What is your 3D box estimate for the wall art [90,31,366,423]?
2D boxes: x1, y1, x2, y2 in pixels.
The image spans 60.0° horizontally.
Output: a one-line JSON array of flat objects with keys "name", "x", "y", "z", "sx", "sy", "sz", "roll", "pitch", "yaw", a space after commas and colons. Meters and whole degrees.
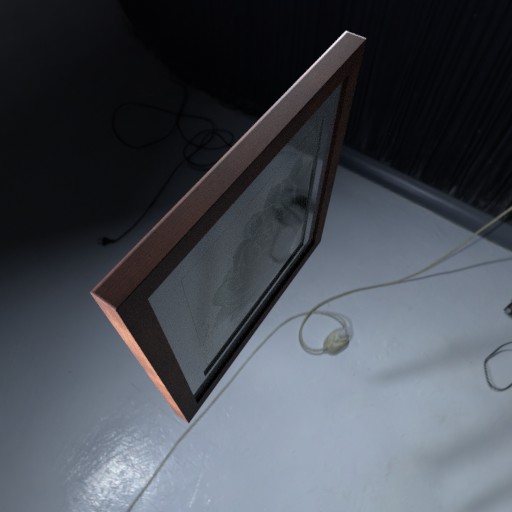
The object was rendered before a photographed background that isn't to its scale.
[{"name": "wall art", "x": 0.000, "y": 0.000, "z": 0.814, "sx": 0.037, "sy": 0.572, "sz": 0.554, "roll": 30, "pitch": 63, "yaw": 17}]
